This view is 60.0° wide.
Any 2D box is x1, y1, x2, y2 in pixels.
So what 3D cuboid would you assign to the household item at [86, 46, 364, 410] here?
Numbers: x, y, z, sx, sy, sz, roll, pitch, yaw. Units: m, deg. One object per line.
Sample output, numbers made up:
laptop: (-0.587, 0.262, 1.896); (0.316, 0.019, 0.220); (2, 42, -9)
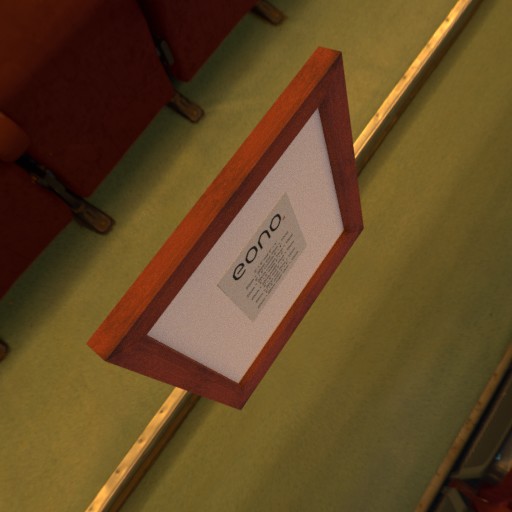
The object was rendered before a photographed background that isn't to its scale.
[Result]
household item: (0.000, 0.000, 0.379); (0.131, 0.240, 0.240); (34, 79, 8)
